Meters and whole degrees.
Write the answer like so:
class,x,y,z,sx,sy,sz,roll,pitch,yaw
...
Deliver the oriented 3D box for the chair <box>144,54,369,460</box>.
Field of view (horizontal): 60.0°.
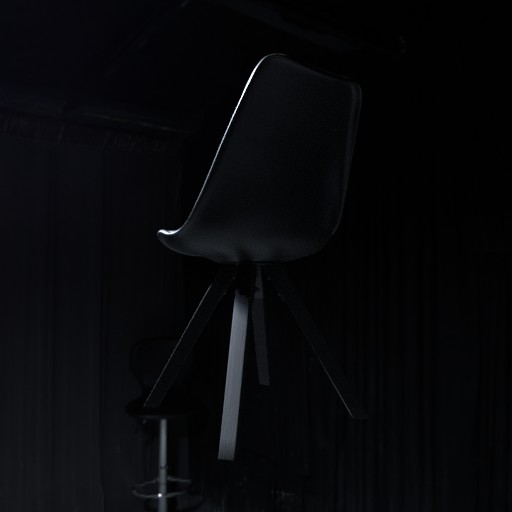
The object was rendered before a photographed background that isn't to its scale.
class,x,y,z,sx,sy,sz,roll,pitch,yaw
chair,0.000,0.000,1.196,0.485,0.850,0.530,1,-1,-36
